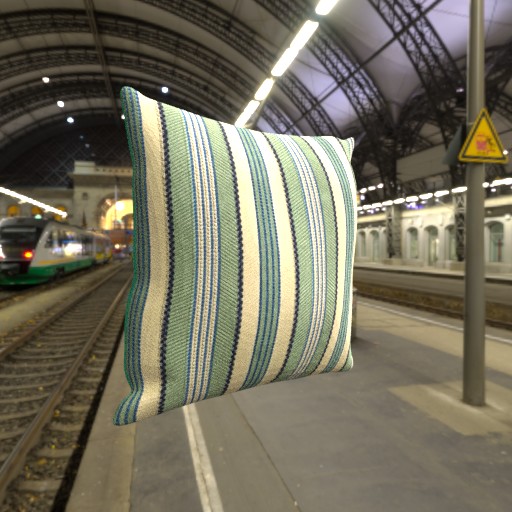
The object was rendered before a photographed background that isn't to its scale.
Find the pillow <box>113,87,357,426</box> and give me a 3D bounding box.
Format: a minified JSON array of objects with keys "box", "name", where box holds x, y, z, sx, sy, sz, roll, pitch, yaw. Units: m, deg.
[{"box":[0.000,0.000,0.690,0.440,0.441,0.182,-1,1,-35],"name":"pillow"}]
